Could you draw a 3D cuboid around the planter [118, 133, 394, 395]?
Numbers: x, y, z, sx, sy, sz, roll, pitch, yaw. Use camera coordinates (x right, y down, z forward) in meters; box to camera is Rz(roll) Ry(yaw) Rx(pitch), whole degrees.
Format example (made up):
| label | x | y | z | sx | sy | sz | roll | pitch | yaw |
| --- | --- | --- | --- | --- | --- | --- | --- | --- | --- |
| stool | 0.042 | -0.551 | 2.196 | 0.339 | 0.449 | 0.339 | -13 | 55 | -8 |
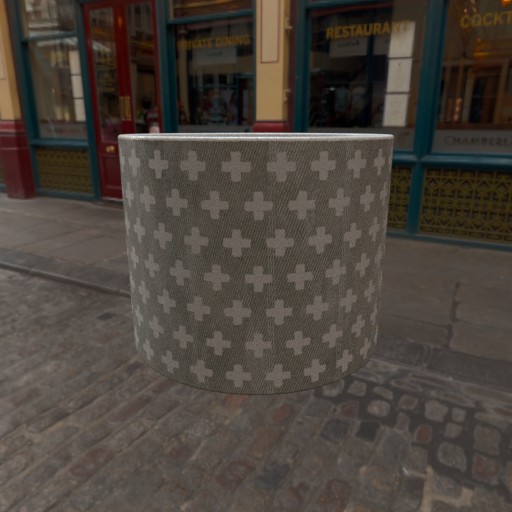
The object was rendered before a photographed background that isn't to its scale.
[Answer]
| label | x | y | z | sx | sy | sz | roll | pitch | yaw |
| --- | --- | --- | --- | --- | --- | --- | --- | --- | --- |
| planter | 0.000 | 0.000 | 0.452 | 0.250 | 0.239 | 0.250 | 0 | 16 | 0 |
